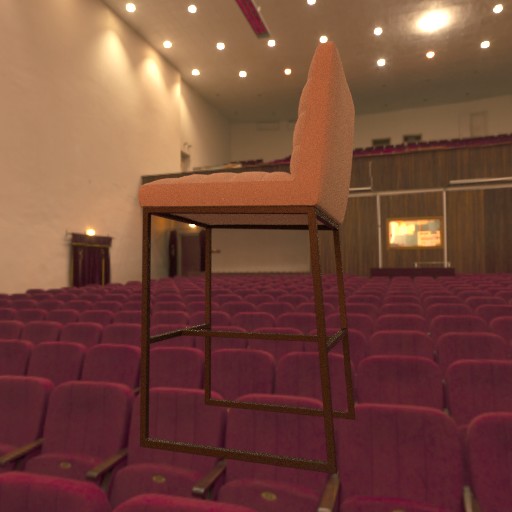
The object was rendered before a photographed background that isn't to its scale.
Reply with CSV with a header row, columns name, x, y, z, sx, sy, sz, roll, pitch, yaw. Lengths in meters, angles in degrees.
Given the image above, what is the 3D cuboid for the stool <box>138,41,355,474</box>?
name,x,y,z,sx,sy,sz,roll,pitch,yaw
stool,0.000,0.000,1.367,0.573,1.061,0.464,-1,-3,18
